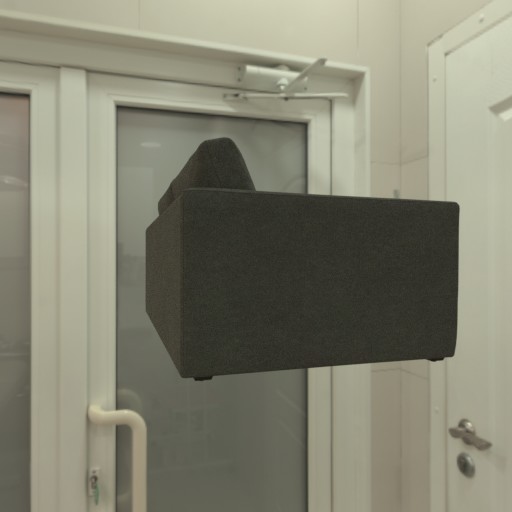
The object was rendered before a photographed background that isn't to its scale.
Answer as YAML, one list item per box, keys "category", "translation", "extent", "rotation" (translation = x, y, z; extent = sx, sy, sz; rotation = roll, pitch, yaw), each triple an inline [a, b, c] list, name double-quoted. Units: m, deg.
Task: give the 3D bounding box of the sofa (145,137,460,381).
- category: "sofa"
  translation: [0.000, 0.000, 2.474]
  extent: [1.091, 0.845, 1.909]
  rotation: [0, 0, -17]
